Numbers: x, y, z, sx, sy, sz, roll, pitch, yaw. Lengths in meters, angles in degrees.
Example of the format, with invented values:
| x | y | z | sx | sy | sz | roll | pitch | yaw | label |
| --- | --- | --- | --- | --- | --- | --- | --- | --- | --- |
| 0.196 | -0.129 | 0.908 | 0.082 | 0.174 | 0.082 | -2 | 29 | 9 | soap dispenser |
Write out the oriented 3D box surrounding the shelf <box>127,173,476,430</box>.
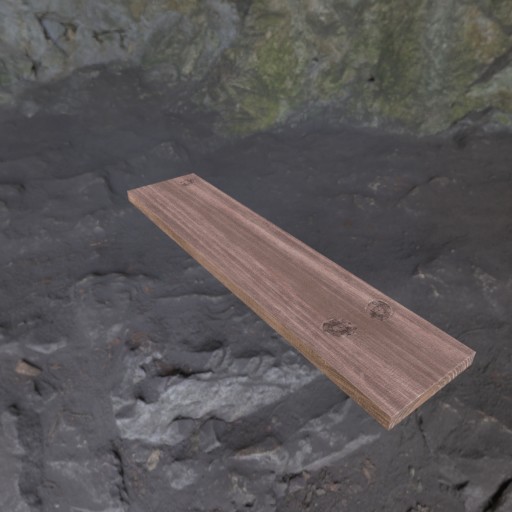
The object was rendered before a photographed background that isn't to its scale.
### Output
| x | y | z | sx | sy | sz | roll | pitch | yaw | label |
| --- | --- | --- | --- | --- | --- | --- | --- | --- | --- |
| 0.000 | 0.000 | 0.654 | 0.140 | 0.020 | 0.610 | -22 | 39 | -30 | shelf |
